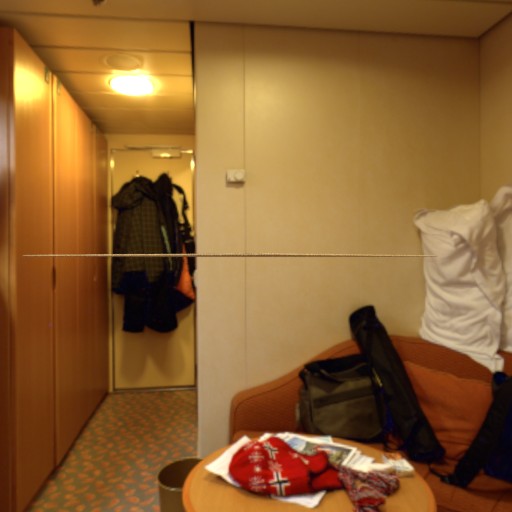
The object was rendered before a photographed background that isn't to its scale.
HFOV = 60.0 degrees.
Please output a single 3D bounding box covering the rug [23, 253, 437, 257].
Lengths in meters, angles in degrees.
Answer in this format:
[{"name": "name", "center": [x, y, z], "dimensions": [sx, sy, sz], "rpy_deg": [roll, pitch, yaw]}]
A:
[{"name": "rug", "center": [0.000, 0.000, 4.054], "dimensions": [2.406, 0.012, 3.034], "rpy_deg": [0, 0, 36]}]
